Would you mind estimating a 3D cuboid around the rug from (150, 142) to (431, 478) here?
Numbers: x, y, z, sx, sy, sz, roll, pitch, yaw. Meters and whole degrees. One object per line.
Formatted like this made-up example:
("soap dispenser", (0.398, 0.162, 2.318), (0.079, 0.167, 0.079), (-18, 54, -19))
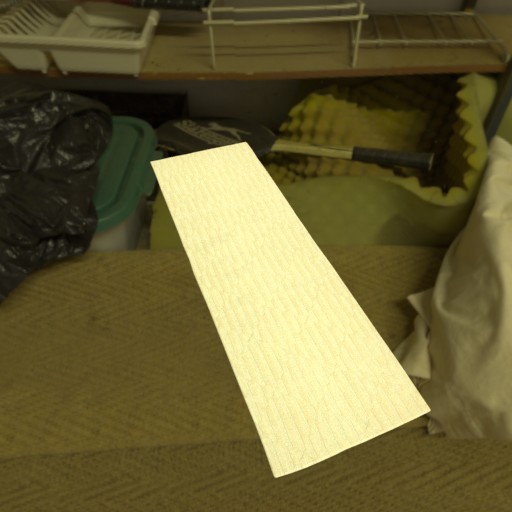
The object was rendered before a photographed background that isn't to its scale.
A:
("rug", (0.000, 0.000, 2.720), (0.793, 0.014, 2.450), (-16, 48, -15))
